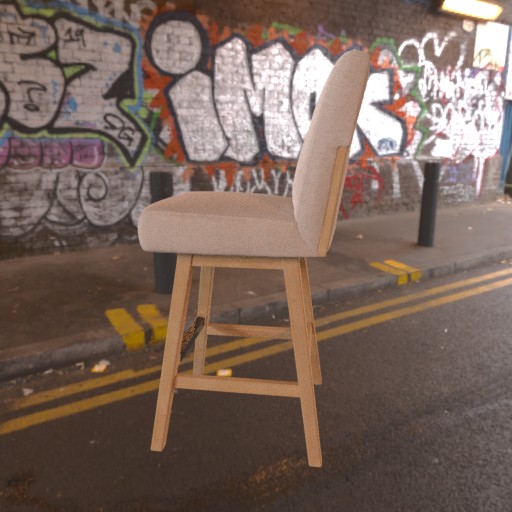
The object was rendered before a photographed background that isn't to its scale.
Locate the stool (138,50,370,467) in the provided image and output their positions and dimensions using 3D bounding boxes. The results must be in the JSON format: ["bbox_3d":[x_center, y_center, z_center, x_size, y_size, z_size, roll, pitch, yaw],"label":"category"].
[{"bbox_3d":[0.000,0.000,1.267,0.543,1.015,0.446,2,14,8],"label":"stool"}]
